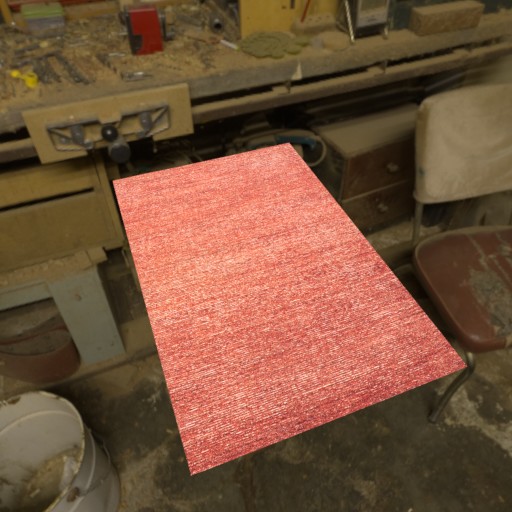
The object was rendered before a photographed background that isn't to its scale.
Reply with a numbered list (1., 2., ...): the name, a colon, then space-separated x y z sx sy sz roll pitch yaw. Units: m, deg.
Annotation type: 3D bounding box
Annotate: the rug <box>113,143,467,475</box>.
1. rug: 0.000 0.000 2.191 1.139 0.011 1.747 -16 48 -14
